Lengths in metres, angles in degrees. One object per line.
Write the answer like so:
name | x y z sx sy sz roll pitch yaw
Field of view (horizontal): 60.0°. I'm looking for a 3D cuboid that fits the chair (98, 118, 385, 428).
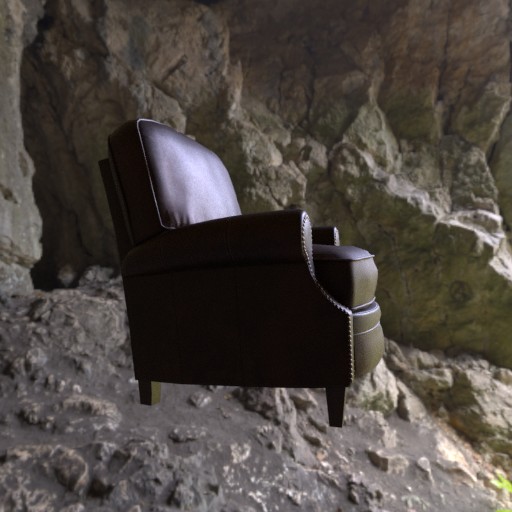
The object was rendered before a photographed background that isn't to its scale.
chair | 0.000 0.000 1.768 0.986 1.018 0.936 0 0 17
